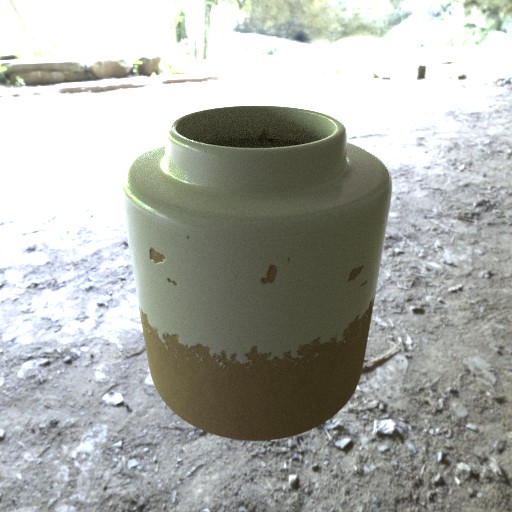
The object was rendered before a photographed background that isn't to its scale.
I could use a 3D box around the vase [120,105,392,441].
[{"bbox_3d":[0.000,0.000,0.283,0.153,0.167,0.153,0,31,0],"label":"vase"}]
